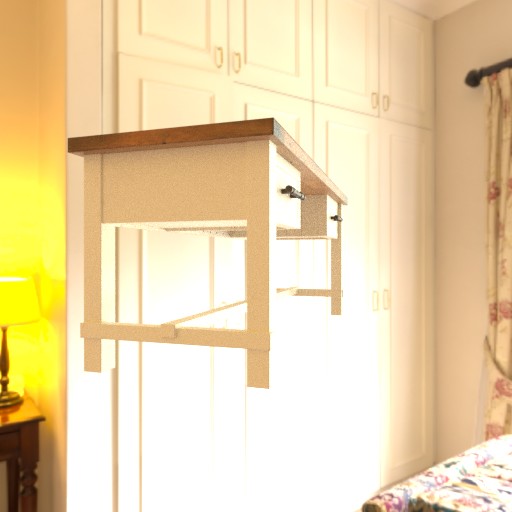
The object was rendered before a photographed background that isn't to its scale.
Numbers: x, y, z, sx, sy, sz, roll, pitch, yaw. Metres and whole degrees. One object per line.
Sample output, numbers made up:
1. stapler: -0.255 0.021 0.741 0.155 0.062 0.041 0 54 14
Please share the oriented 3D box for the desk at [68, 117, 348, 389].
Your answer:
1. desk: 0.000 0.000 2.179 0.688 0.762 1.803 0 0 18
